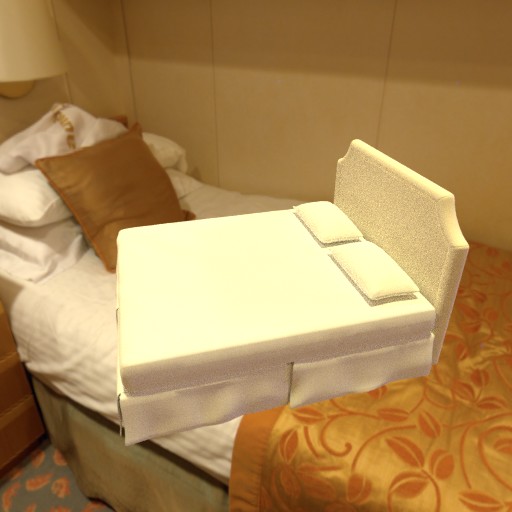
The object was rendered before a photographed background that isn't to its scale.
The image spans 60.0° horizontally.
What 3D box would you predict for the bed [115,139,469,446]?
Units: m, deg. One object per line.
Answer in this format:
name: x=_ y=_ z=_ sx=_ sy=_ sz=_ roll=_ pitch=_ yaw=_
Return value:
bed: x=0.000 y=0.000 z=4.193 sx=2.773 sy=1.590 sz=2.350 roll=-8 pitch=31 yaw=-13
